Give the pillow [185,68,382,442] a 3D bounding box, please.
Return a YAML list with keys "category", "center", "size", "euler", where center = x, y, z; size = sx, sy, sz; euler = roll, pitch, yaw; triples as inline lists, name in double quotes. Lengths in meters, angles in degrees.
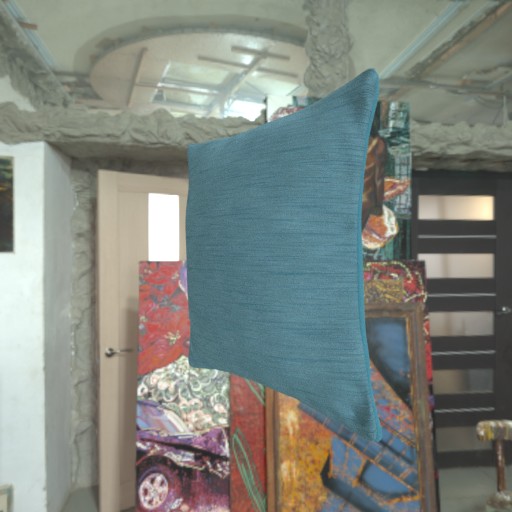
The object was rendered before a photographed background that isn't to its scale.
- category: "pillow"
  center: [0.000, 0.000, 0.653]
  size: [0.151, 0.415, 0.433]
  euler: [0, 0, -37]
